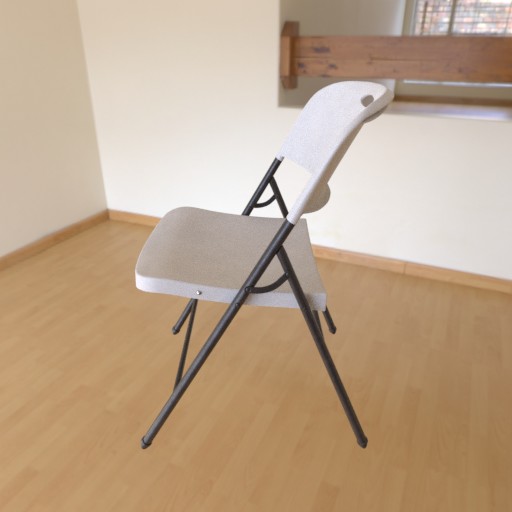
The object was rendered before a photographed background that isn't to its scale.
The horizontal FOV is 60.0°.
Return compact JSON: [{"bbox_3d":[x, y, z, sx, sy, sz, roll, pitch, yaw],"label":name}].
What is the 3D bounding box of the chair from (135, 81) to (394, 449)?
[{"bbox_3d":[0.000,0.000,1.120,0.566,0.810,0.494,0,27,0],"label":"chair"}]
